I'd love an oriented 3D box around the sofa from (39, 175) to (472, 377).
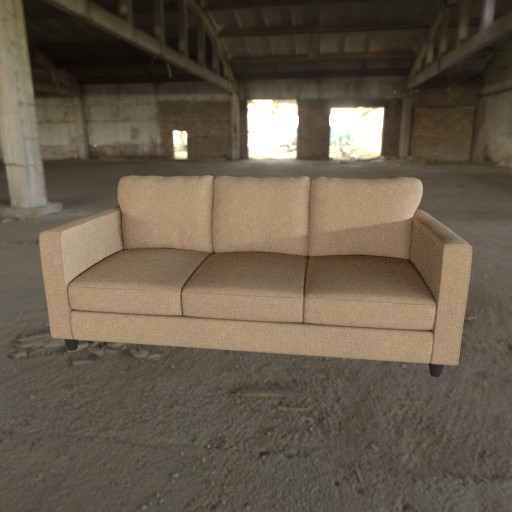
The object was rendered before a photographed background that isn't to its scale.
[{"bbox_3d":[0.000,0.000,2.338,1.855,0.800,0.930,2,15,8],"label":"sofa"}]
